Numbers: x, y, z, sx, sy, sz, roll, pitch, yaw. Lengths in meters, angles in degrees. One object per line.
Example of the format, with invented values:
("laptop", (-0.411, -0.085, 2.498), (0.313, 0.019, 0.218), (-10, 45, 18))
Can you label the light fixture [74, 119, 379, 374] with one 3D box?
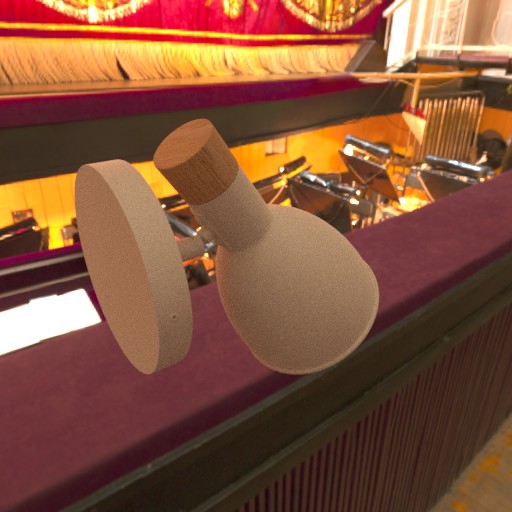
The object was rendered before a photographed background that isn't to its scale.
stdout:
("light fixture", (0.000, 0.000, 0.322), (0.209, 0.199, 0.127), (-18, 32, -32))
